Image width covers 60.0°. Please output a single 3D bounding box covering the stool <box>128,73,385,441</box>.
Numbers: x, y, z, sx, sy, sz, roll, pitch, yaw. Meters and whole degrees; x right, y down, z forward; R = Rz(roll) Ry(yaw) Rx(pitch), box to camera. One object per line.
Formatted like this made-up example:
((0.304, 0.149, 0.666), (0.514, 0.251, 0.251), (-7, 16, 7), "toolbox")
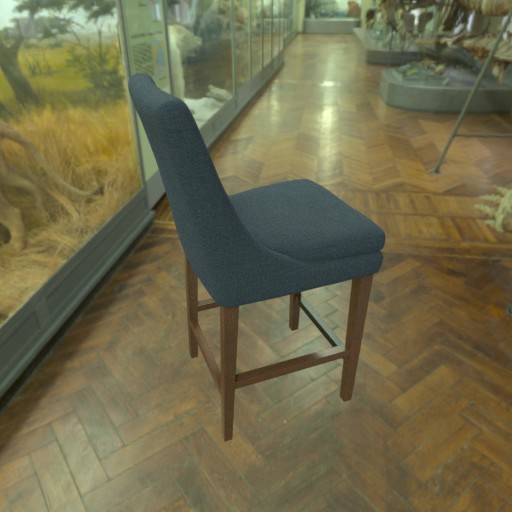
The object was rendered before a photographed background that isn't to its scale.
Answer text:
((0.000, 0.000, 1.303), (0.577, 0.981, 0.470), (-11, 32, -19), "stool")
